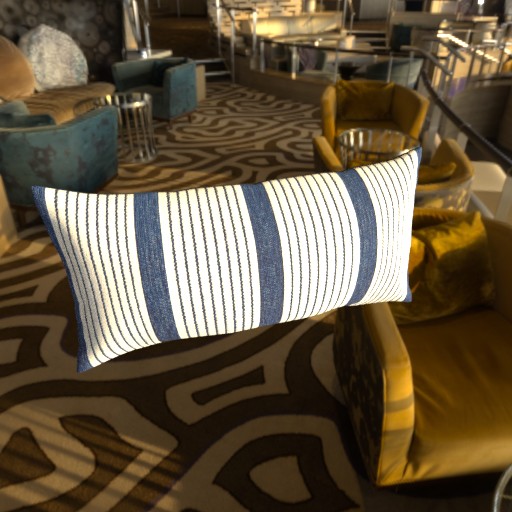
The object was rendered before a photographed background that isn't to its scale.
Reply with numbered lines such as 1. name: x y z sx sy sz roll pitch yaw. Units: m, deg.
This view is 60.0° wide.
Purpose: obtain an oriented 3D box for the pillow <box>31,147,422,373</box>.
1. pillow: 0.000 0.000 0.717 0.608 0.292 0.156 -9 33 -15
